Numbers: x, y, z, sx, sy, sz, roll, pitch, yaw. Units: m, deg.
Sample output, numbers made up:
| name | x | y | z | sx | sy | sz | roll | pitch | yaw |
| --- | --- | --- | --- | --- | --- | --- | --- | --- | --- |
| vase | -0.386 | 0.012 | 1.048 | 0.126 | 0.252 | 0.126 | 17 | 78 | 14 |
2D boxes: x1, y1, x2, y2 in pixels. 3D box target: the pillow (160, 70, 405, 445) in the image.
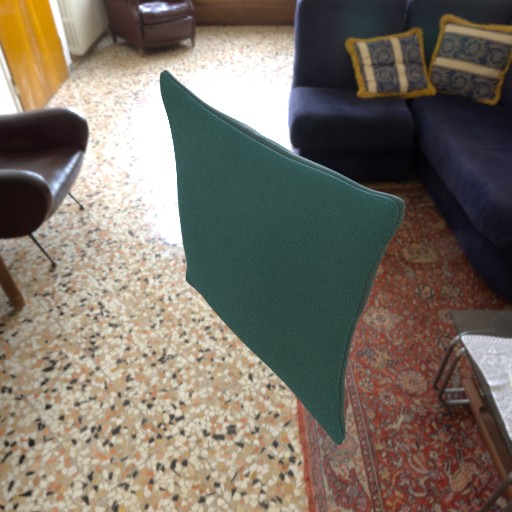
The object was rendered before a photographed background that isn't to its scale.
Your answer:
| name | x | y | z | sx | sy | sz | roll | pitch | yaw |
| --- | --- | --- | --- | --- | --- | --- | --- | --- | --- |
| pillow | 0.000 | 0.000 | 0.638 | 0.151 | 0.415 | 0.433 | -26 | 47 | -27 |
